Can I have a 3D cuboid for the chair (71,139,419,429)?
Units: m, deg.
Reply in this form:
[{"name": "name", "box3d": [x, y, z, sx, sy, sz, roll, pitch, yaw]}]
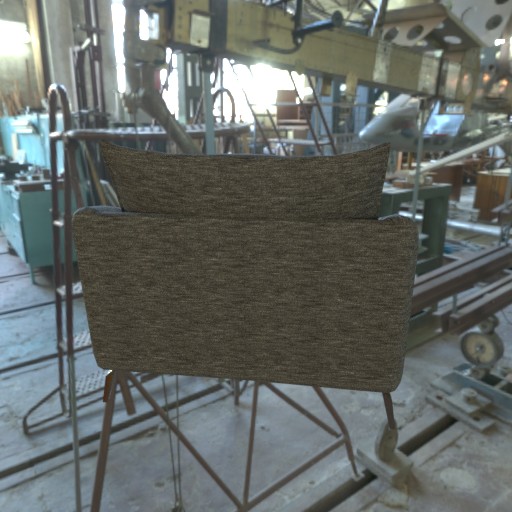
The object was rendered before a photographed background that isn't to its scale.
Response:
[{"name": "chair", "box3d": [0.000, 0.000, 1.607, 1.004, 0.842, 0.805, 2, 17, 8]}]
